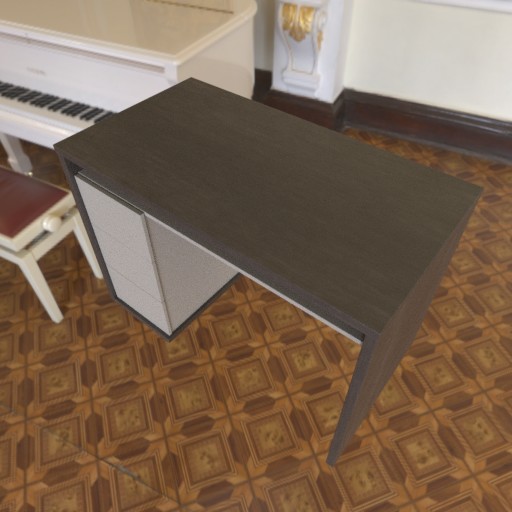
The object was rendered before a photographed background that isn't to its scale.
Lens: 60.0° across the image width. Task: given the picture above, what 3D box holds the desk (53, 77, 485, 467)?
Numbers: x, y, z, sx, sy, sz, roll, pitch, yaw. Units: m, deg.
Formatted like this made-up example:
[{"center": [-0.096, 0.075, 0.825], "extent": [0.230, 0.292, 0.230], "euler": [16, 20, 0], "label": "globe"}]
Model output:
[{"center": [0.000, 0.000, 1.539], "extent": [1.100, 0.750, 0.600], "euler": [30, 53, 26], "label": "desk"}]
